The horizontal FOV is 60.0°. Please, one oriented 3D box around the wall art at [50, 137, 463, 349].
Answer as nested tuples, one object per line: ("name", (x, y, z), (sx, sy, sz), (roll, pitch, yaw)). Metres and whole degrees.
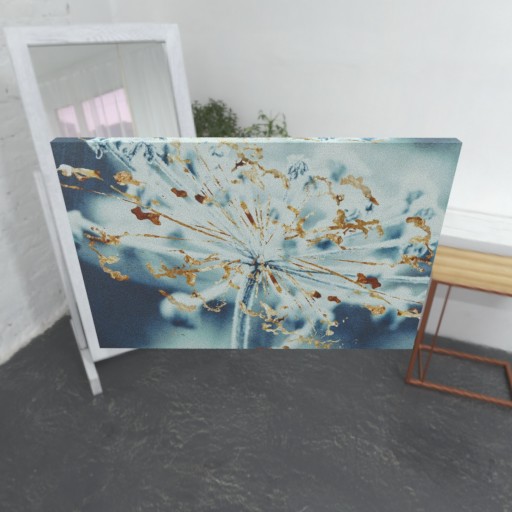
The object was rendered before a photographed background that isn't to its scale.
("wall art", (0.000, 0.000, 1.152), (0.912, 0.608, 0.038), (0, 31, 0))
